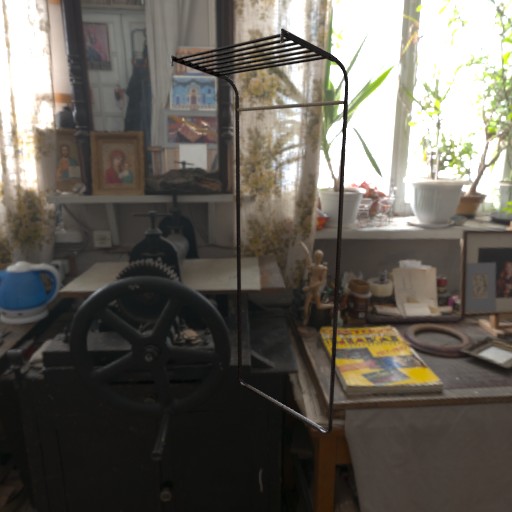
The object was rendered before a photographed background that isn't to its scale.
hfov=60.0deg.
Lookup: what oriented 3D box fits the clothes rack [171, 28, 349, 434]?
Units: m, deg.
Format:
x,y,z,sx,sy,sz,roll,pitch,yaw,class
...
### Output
x,y,z,sx,sy,sz,roll,pitch,yaw,class
0.000,0.000,1.842,0.349,1.574,0.609,-13,20,-42,clothes rack
